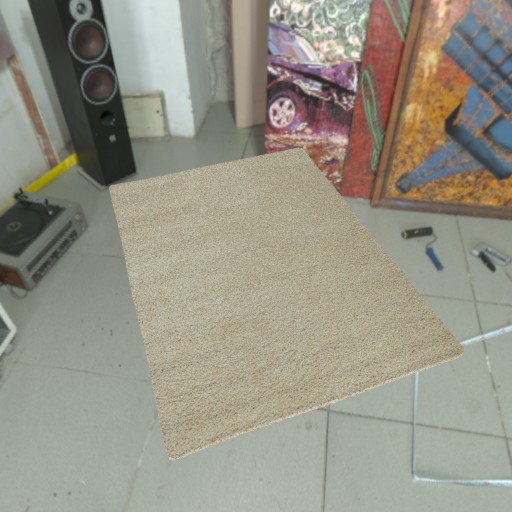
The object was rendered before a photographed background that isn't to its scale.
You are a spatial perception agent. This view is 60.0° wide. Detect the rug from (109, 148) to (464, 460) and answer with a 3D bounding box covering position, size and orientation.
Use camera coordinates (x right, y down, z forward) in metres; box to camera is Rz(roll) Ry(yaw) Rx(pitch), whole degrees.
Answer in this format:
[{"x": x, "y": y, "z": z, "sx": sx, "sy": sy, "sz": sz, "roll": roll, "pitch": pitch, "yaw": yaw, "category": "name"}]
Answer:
[{"x": 0.000, "y": 0.000, "z": 2.139, "sx": 1.199, "sy": 0.025, "sz": 1.600, "roll": -15, "pitch": 47, "yaw": -14, "category": "rug"}]
